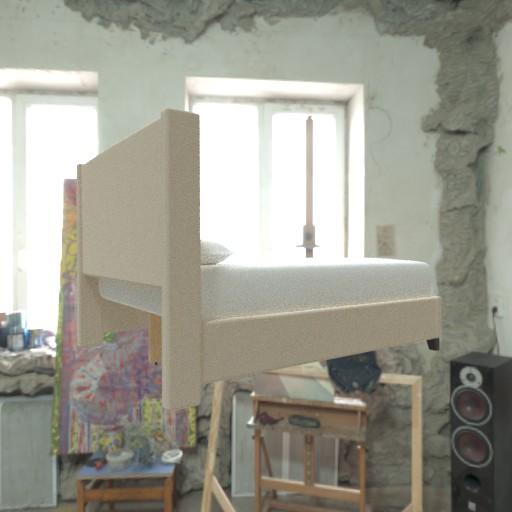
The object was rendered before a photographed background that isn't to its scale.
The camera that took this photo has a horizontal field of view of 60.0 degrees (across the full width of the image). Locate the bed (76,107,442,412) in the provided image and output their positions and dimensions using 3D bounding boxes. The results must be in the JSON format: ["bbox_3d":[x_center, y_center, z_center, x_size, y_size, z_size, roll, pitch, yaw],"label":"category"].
[{"bbox_3d":[0.000,0.000,3.506,2.293,1.471,1.778,-1,1,-35],"label":"bed"}]
